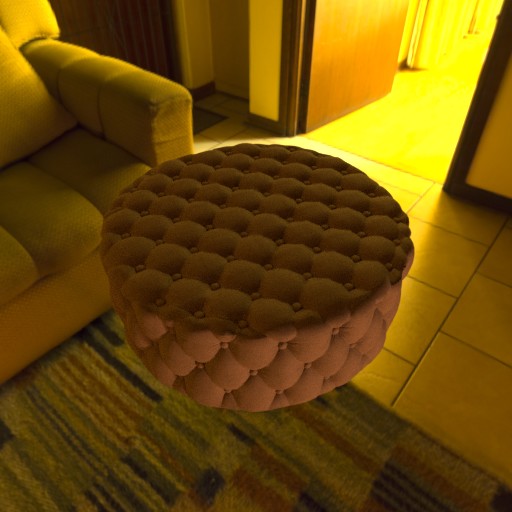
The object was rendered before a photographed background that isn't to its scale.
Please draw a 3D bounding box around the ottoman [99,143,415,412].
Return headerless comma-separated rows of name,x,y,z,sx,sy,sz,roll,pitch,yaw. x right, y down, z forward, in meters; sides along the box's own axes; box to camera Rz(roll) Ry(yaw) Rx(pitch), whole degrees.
ottoman,0.000,0.000,1.530,0.998,0.399,0.998,0,42,0
